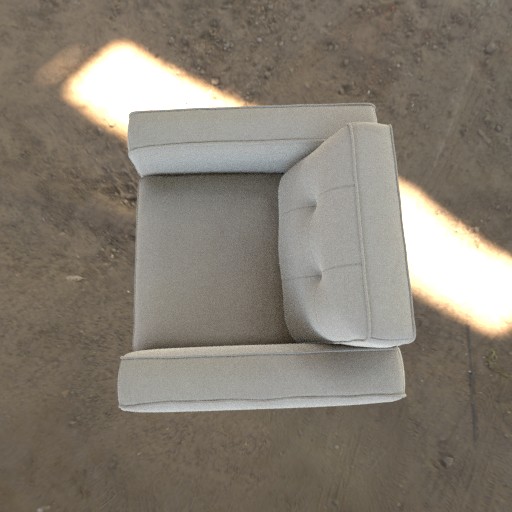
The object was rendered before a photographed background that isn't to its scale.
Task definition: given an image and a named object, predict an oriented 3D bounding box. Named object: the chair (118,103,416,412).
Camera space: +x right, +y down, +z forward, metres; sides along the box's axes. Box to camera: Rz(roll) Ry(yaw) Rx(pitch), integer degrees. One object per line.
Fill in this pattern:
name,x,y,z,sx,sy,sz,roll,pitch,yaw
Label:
chair,0.000,0.000,1.721,0.953,0.779,1.115,-2,77,0
